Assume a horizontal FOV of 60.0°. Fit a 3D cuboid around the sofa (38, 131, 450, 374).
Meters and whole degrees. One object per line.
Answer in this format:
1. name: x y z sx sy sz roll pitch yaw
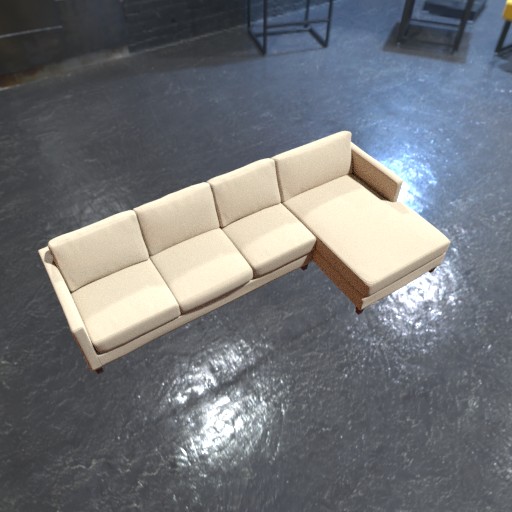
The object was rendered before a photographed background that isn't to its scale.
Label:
1. sofa: 0.000 0.000 3.872 3.186 0.861 1.625 -25 52 -21
